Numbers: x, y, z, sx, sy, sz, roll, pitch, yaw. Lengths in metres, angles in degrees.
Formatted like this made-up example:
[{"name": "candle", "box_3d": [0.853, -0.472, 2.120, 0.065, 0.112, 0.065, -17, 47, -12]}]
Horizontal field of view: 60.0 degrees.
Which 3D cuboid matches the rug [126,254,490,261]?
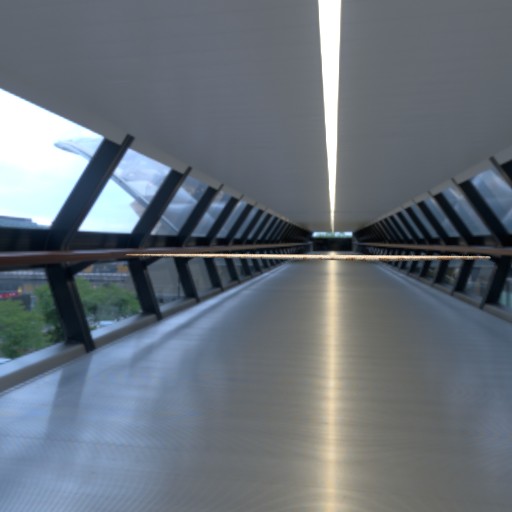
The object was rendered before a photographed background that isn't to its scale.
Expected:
[{"name": "rug", "box_3d": [0.000, 0.000, 2.684, 0.750, 0.011, 2.435, 0, 1, -36]}]
